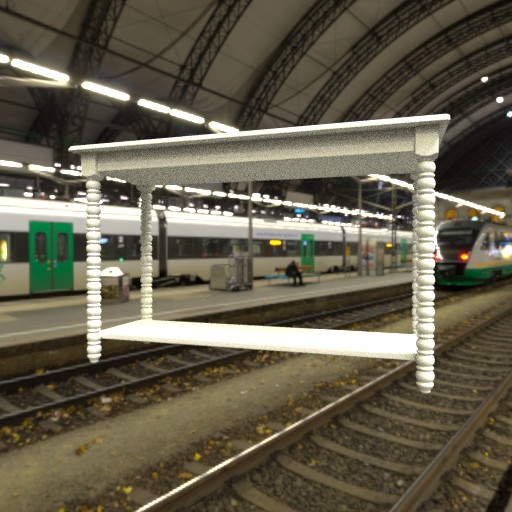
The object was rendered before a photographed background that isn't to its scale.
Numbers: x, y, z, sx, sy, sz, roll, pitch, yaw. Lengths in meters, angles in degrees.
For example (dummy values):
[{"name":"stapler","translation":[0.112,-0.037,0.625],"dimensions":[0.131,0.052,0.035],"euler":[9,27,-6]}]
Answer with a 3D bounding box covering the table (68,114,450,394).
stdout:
[{"name":"table","translation":[0.000,0.000,1.528],"dimensions":[1.184,0.740,0.459],"euler":[0,1,18]}]
